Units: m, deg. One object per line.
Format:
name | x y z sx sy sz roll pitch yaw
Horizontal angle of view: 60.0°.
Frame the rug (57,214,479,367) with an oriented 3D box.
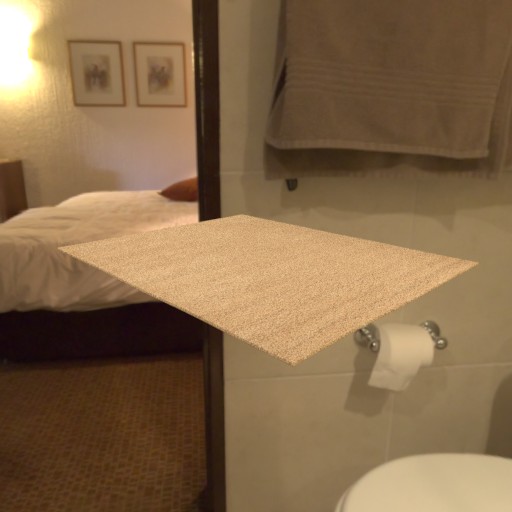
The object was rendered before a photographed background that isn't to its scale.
rug | 0.000 0.000 4.015 2.400 0.026 3.000 -15 22 -42
